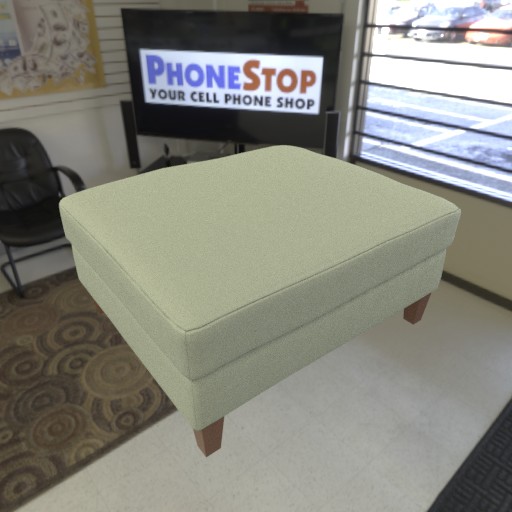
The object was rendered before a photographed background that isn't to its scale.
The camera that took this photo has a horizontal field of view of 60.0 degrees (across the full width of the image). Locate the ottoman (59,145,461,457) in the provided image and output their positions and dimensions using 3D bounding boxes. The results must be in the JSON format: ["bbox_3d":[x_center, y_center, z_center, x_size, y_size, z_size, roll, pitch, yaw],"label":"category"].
[{"bbox_3d":[0.000,0.000,1.476,0.991,0.494,0.842,-21,37,-32],"label":"ottoman"}]
